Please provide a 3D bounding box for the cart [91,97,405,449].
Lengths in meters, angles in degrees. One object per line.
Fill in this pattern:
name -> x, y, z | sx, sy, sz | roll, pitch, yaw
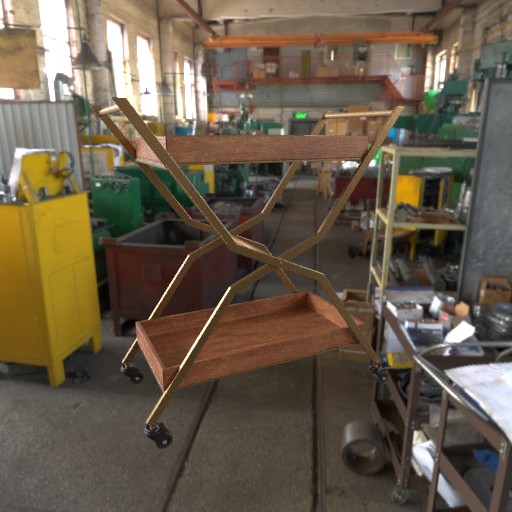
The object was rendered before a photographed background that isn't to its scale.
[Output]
cart -> 0.000, 0.000, 1.358 | 0.836, 0.869, 0.405 | -8, 17, -25
